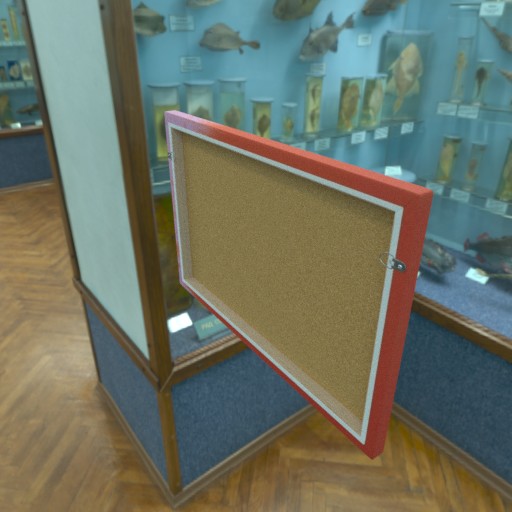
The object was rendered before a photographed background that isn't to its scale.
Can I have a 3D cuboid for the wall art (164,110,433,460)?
[{"bbox_3d":[0.000,0.000,1.158,0.040,0.609,0.913,-18,33,-31],"label":"wall art"}]
